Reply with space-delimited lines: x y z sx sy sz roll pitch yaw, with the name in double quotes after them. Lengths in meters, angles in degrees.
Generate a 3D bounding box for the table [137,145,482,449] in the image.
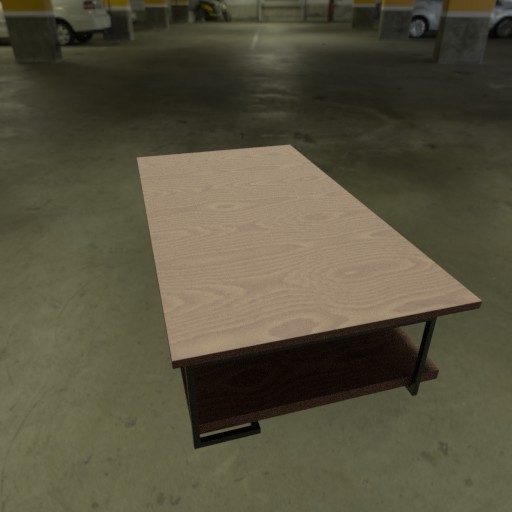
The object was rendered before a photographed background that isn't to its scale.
0.000 0.000 1.441 0.651 0.347 1.197 -8 31 -14 "table"
